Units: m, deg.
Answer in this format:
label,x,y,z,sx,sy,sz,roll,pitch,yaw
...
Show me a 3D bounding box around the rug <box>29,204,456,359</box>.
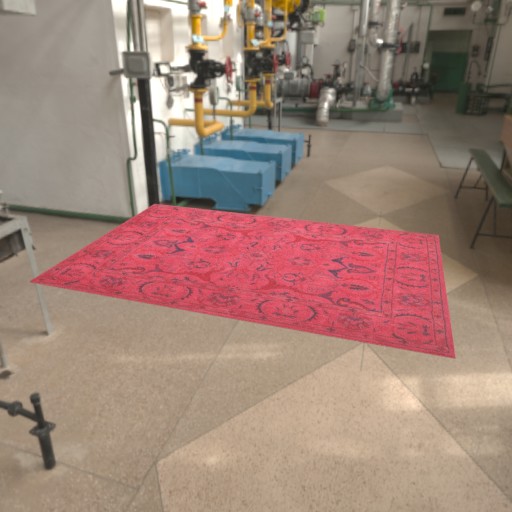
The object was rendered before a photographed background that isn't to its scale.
label,x,y,z,sx,sy,sz,roll,pitch,yaw
rug,0.000,0.000,3.037,2.423,0.010,1.534,8,27,16
